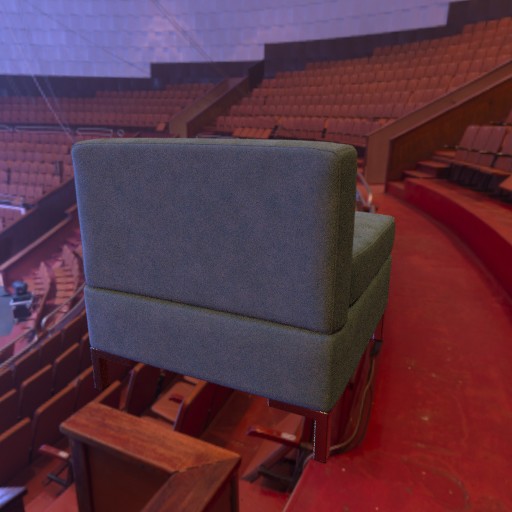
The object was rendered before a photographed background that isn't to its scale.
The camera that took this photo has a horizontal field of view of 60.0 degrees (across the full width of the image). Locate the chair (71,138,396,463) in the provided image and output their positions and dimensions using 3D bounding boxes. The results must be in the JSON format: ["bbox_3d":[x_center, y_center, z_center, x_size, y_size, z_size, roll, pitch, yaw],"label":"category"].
[{"bbox_3d":[0.000,0.000,1.263,0.684,0.660,0.685,8,18,25],"label":"chair"}]
